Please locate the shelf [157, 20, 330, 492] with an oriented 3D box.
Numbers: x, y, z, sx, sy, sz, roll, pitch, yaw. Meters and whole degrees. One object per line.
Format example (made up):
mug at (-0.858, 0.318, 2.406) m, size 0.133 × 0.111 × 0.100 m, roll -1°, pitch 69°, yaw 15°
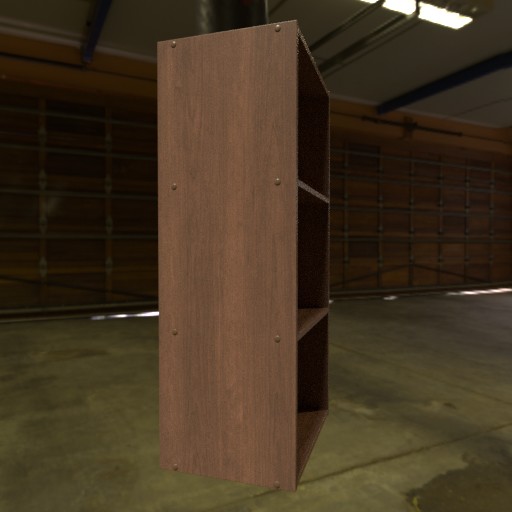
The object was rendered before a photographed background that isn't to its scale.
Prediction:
shelf at (0.000, 0.000, 1.064) m, size 0.290 × 0.879 × 0.414 m, roll 0°, pitch 1°, yaw 18°
